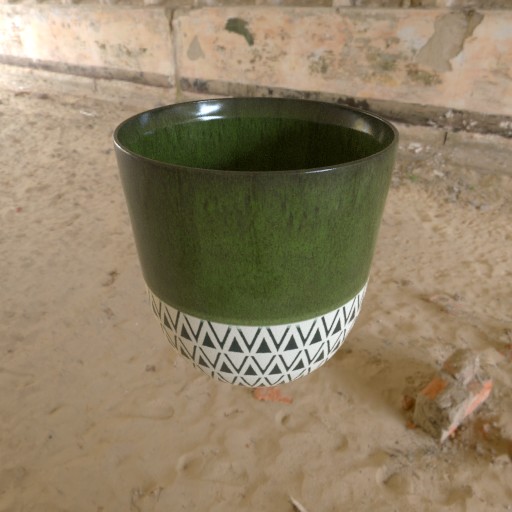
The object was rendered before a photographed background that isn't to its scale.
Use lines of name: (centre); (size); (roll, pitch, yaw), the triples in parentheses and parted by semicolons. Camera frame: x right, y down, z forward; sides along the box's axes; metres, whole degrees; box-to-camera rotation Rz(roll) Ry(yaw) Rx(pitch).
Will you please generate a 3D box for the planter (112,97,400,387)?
planter: (0.000, 0.000, 0.460); (0.245, 0.270, 0.245); (0, 31, 0)
